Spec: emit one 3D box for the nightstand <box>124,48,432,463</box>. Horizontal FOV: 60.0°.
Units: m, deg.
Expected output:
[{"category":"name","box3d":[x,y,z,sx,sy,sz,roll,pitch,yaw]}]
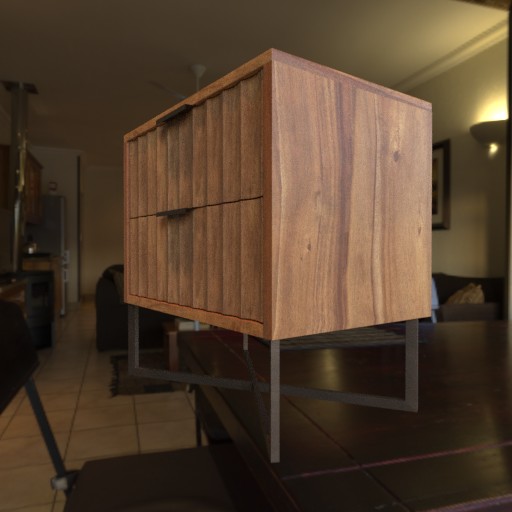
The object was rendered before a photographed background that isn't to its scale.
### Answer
[{"category":"nightstand","box3d":[0.000,0.000,1.013,0.427,0.615,0.613,0,1,-36]}]
